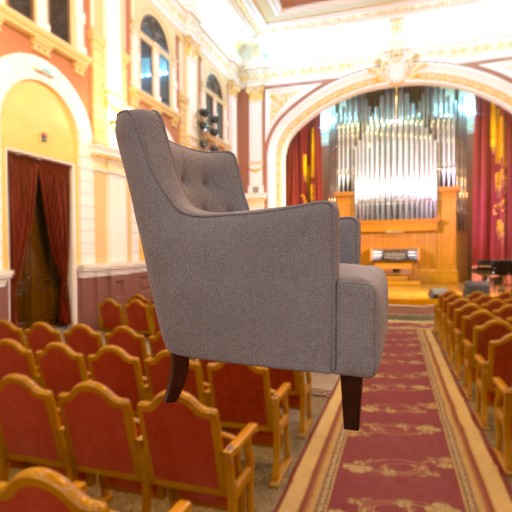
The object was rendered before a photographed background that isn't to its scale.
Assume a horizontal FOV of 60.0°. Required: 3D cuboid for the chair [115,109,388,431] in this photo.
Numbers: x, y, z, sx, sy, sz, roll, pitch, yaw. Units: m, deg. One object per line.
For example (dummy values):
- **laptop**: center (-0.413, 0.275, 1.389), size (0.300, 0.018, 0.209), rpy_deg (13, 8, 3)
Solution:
- **chair**: center (0.000, 0.000, 1.606), size (0.910, 0.919, 0.781), rpy_deg (0, 1, 18)
